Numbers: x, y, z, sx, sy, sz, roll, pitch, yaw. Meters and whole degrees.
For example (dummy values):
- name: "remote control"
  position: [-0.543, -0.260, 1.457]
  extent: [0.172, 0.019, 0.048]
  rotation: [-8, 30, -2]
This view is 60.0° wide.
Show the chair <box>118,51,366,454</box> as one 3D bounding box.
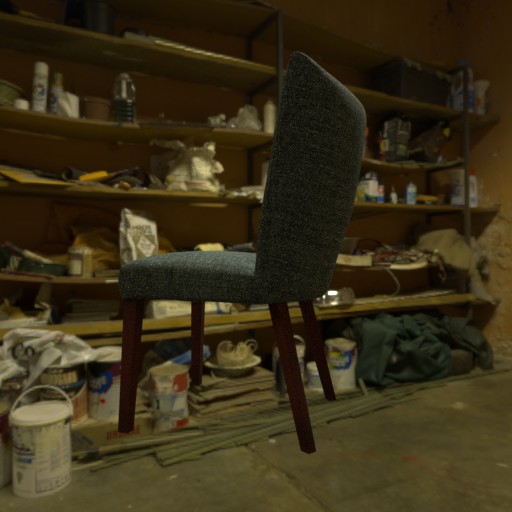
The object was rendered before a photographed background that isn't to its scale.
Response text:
- name: "chair"
  position: [0.000, 0.000, 1.294]
  extent: [0.623, 0.924, 0.535]
  rotation: [0, 0, 17]
